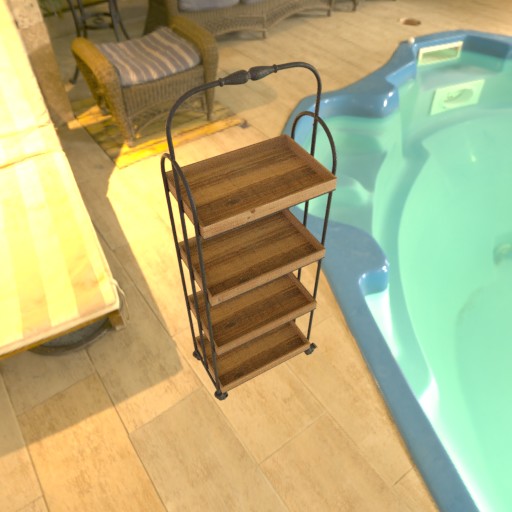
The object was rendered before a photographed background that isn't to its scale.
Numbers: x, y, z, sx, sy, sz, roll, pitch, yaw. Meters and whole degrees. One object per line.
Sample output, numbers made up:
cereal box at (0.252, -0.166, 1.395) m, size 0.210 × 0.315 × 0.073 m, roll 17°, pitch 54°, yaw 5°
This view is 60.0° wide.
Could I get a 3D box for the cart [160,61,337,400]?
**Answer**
cart at (0.000, 0.000, 1.731) m, size 0.581 × 1.481 × 0.308 m, roll -23°, pitch 51°, yaw -20°
